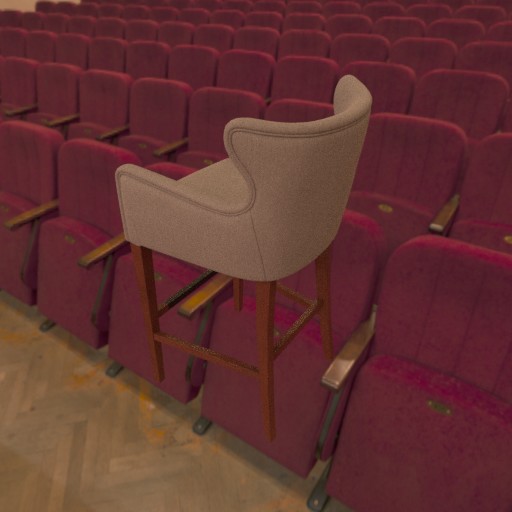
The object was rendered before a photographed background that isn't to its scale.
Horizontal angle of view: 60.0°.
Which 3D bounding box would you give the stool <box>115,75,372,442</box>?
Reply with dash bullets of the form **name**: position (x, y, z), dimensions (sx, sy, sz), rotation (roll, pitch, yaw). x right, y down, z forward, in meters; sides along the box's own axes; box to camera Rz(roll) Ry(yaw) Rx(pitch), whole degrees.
- **stool**: position (0.000, 0.000, 1.428), dimensions (0.575, 1.047, 0.575), rotation (21, 38, 29)
